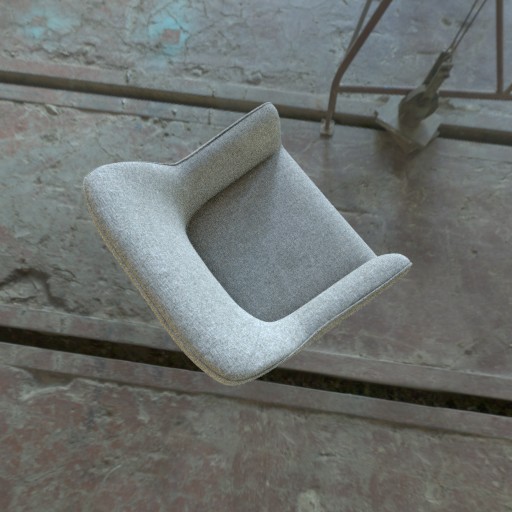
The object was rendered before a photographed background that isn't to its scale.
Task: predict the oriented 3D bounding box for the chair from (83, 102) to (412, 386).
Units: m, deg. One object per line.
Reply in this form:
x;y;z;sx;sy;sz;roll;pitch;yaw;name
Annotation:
0.000;0.000;1.163;0.519;0.803;0.543;-36;78;-9;chair
